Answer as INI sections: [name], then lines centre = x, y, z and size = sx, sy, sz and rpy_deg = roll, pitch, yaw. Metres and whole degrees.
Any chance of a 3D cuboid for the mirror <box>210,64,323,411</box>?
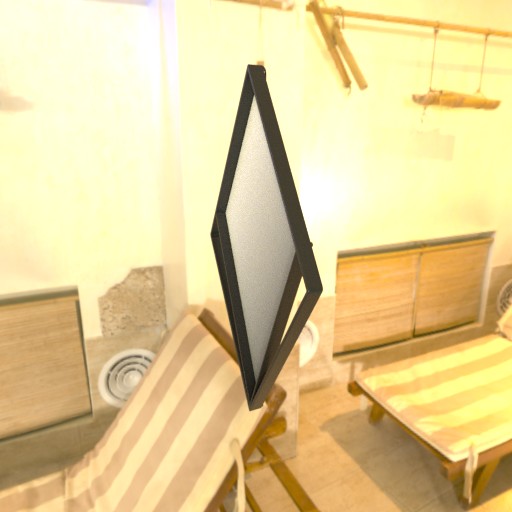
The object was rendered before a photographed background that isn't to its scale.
[mirror]
centre = 0.000, 0.000, 0.850
size = 0.032, 0.679, 0.419
rpy_deg = -8, 18, -25
